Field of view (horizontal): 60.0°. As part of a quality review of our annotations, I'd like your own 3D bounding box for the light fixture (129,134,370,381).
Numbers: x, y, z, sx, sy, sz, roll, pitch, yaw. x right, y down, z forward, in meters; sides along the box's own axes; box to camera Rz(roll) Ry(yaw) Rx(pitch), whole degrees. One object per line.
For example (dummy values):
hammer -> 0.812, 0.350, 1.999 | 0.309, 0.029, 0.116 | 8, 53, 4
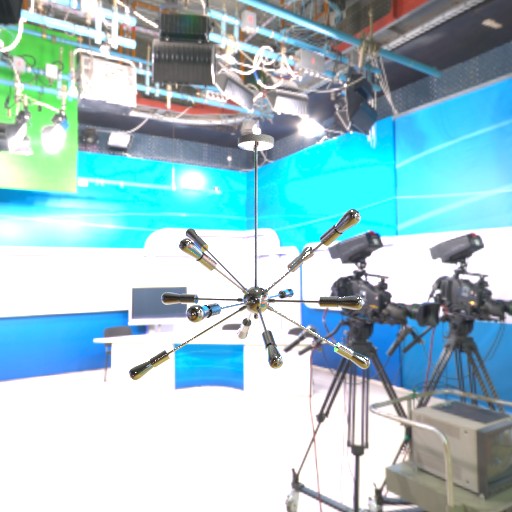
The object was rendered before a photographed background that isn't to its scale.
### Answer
light fixture -> 0.000, 0.000, 1.052 | 0.509, 0.558, 0.684 | -1, -2, 18
